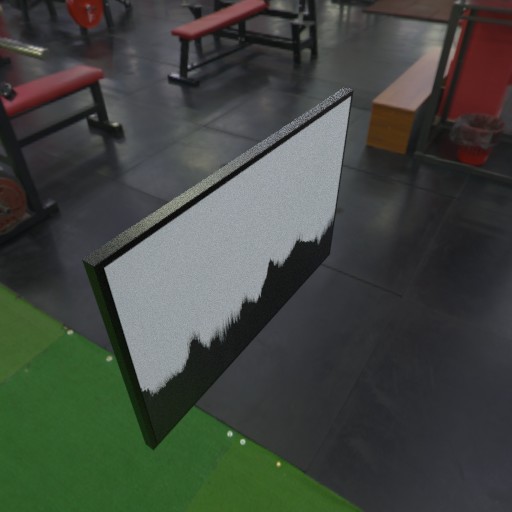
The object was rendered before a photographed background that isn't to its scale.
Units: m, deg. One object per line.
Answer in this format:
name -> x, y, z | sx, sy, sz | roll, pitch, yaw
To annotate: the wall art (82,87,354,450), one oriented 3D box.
wall art -> 0.000, 0.000, 0.853 | 0.022, 0.446, 0.659 | 25, 47, 26
